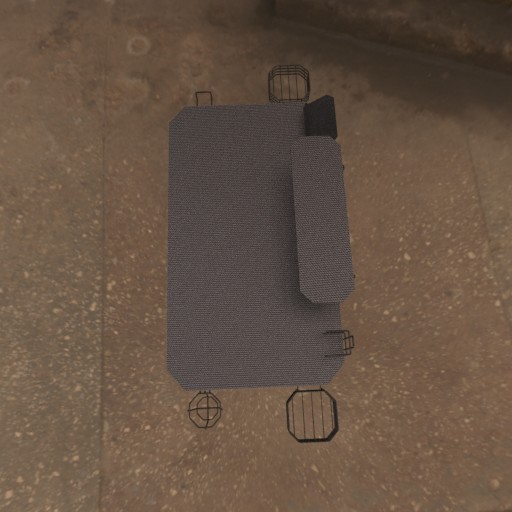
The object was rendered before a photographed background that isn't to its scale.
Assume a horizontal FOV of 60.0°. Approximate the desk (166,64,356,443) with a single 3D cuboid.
[{"bbox_3d":[0.000,0.000,1.730,0.580,0.880,1.290,-2,75,-1],"label":"desk"}]
